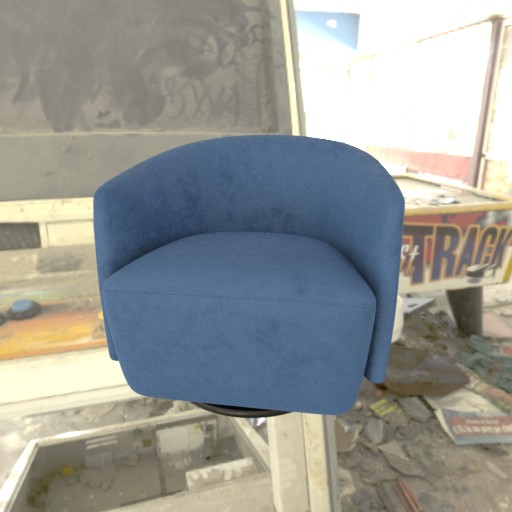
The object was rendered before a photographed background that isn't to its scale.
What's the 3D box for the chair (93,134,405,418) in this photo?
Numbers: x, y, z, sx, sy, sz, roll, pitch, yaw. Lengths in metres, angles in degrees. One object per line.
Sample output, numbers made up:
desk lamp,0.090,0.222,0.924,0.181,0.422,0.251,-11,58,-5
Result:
chair,0.000,0.000,1.357,0.773,0.698,0.767,3,17,9
